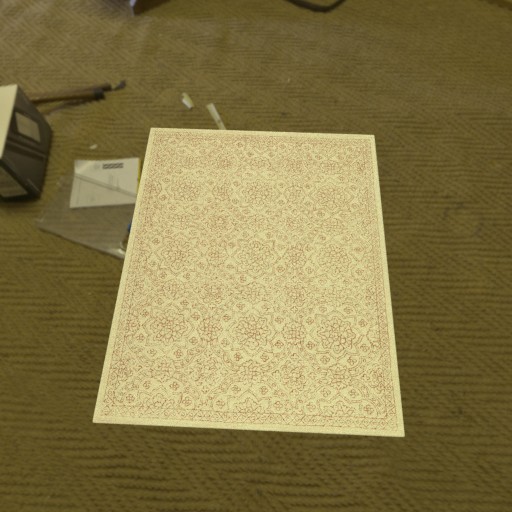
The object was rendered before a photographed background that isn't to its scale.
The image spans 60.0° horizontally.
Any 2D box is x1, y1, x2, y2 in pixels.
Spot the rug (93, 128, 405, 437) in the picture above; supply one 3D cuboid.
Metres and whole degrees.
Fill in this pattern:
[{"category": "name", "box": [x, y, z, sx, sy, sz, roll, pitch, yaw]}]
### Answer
[{"category": "rug", "box": [0.000, 0.000, 4.149, 2.441, 0.015, 3.050, 2, 63, 1]}]
